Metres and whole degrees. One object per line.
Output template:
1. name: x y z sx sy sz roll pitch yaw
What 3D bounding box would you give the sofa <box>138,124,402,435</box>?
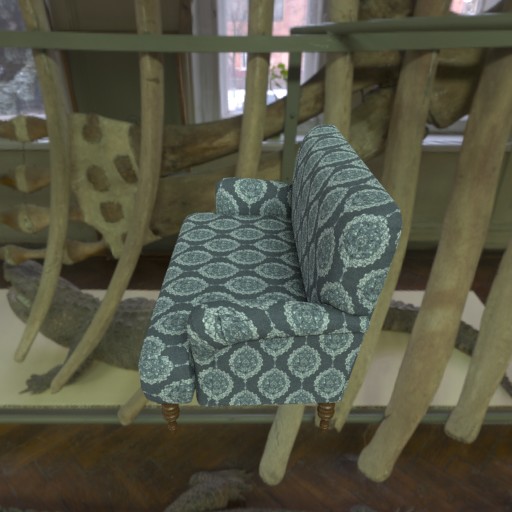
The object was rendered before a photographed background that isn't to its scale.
1. sofa: 0.000 0.000 1.865 0.779 0.867 1.297 0 28 -1
